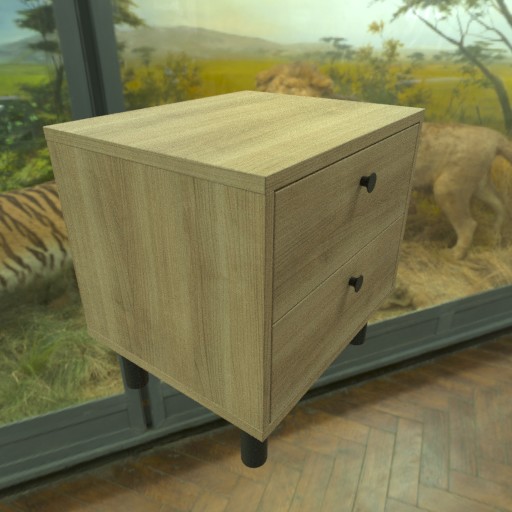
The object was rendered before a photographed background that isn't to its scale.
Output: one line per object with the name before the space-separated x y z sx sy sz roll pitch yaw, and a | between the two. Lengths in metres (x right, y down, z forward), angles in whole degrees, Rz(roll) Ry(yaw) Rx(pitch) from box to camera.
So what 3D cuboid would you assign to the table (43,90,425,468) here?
table | 0.000 0.000 0.757 0.380 0.460 0.445 19 33 32
